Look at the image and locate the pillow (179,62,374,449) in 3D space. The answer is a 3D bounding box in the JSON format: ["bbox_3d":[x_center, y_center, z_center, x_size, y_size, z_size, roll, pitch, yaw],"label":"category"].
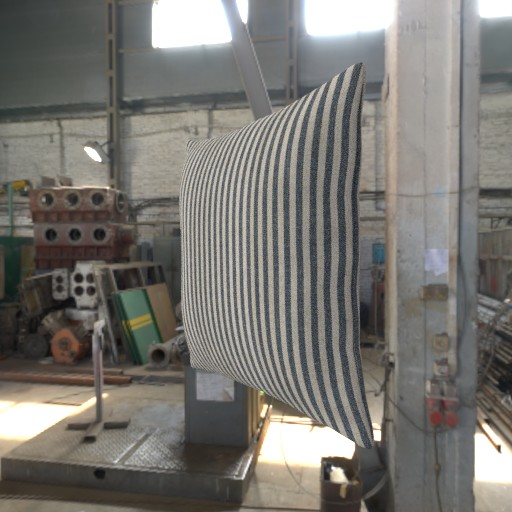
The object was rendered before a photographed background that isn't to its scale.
[{"bbox_3d":[0.000,0.000,0.787,0.166,0.510,0.523,-1,1,-35],"label":"pillow"}]
